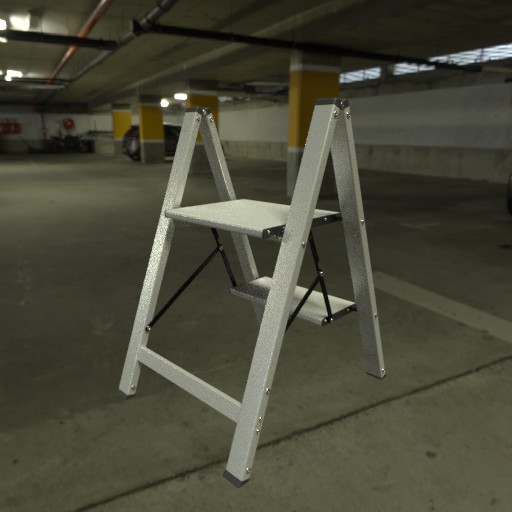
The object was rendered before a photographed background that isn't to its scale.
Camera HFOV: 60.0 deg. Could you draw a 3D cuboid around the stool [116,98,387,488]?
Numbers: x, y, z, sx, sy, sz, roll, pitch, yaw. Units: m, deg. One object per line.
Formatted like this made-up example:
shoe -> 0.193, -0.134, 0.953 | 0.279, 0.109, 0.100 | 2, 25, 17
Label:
stool -> 0.000, 0.000, 1.030 | 0.440, 0.670, 0.535 | 14, 21, 42
